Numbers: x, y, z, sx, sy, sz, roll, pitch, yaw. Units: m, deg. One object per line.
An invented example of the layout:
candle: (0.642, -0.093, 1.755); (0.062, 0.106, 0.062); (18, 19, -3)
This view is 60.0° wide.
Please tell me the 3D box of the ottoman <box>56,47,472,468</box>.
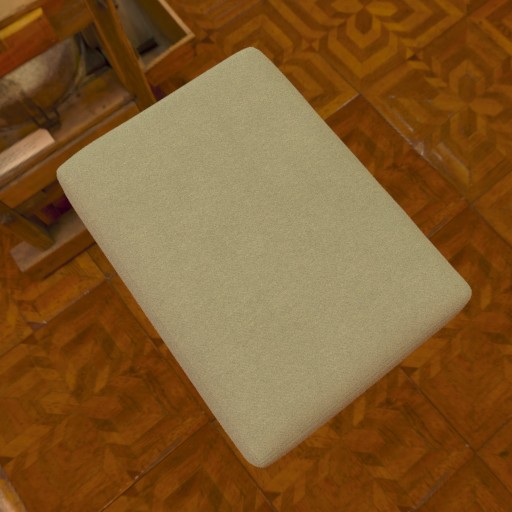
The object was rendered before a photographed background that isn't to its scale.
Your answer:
ottoman: (0.000, 0.000, 1.114); (0.569, 0.499, 0.773); (-36, 78, -9)
